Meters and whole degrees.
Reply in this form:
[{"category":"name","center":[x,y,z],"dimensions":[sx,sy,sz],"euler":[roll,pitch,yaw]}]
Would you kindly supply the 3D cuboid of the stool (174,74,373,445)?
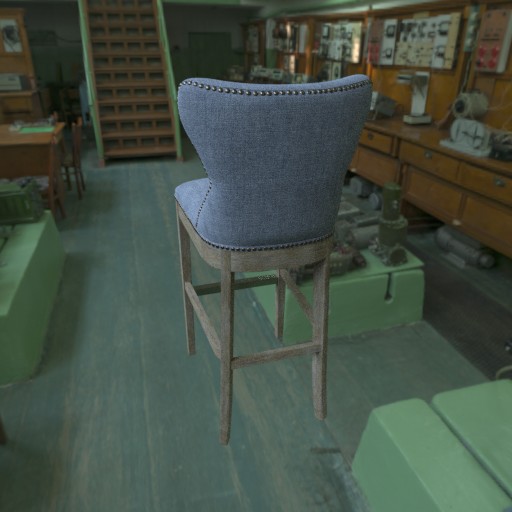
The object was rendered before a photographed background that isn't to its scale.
[{"category":"stool","center":[0.000,0.000,1.457],"dimensions":[0.494,1.123,0.606],"euler":[-8,27,-16]}]
